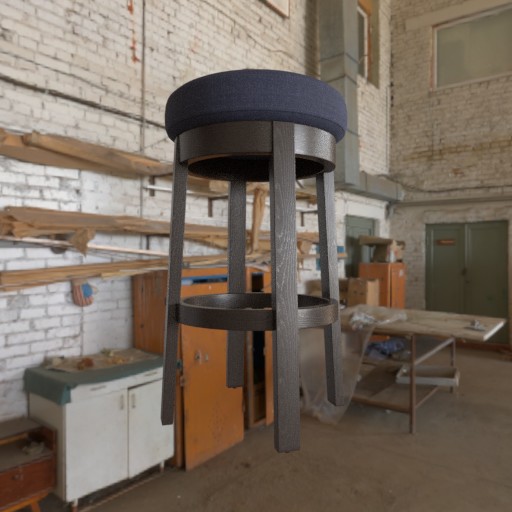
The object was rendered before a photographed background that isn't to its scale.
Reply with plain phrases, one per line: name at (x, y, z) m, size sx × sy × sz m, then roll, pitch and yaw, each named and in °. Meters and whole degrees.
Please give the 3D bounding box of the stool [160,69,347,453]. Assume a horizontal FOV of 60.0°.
stool at (0.000, 0.000, 1.061) m, size 0.446 × 0.758 × 0.446 m, roll 0°, pitch 0°, yaw 0°
